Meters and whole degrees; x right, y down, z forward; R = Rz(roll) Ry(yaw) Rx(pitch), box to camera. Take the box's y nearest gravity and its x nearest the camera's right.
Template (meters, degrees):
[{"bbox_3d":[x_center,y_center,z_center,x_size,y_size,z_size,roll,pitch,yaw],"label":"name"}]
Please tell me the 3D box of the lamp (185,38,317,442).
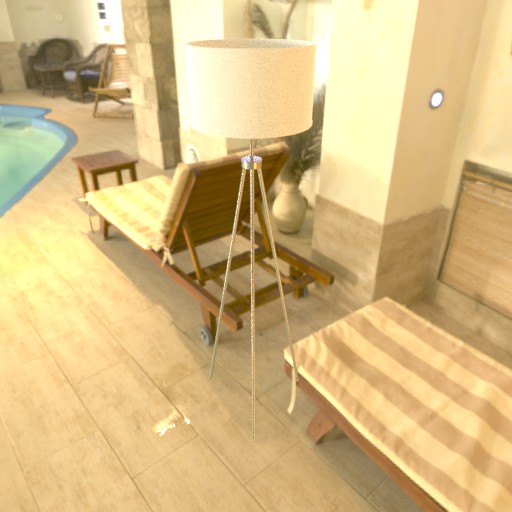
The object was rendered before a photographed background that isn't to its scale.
[{"bbox_3d":[0.000,0.000,1.775,0.458,1.545,0.448,-19,35,-29],"label":"lamp"}]
